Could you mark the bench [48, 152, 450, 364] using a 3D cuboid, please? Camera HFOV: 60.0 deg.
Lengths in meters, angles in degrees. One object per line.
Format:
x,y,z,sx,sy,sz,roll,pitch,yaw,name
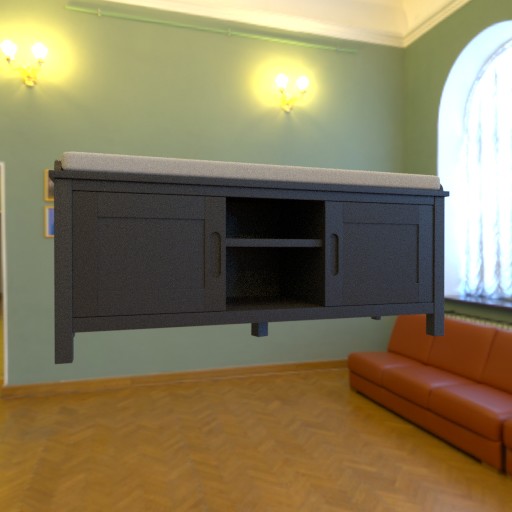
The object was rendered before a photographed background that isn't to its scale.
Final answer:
0.000,0.000,1.392,1.140,0.501,0.398,0,1,-18,bench
